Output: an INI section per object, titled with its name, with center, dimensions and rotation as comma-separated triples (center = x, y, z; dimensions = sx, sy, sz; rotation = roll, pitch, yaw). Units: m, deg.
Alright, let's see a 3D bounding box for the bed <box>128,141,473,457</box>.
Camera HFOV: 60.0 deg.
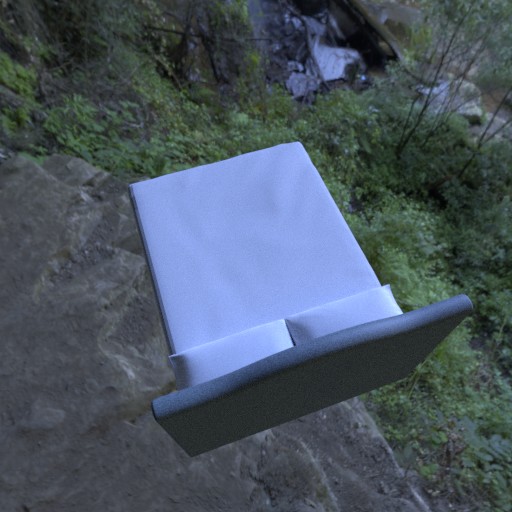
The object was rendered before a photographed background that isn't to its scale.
[bed]
center = 0.000, 0.000, 3.273
dimensions = 1.753, 1.460, 2.143
rotation = -17, 60, -10
